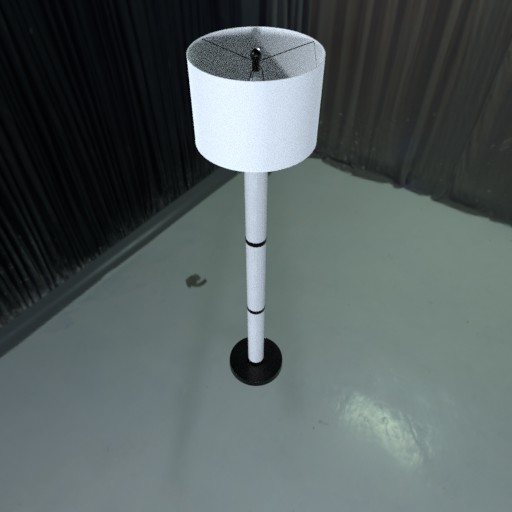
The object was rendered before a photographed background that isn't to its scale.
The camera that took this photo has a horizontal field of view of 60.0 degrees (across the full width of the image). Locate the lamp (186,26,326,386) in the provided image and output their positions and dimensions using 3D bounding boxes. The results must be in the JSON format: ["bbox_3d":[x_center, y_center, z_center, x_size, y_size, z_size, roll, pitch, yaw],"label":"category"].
[{"bbox_3d":[0.000,0.000,1.766,0.377,1.599,0.377,25,51,22],"label":"lamp"}]
